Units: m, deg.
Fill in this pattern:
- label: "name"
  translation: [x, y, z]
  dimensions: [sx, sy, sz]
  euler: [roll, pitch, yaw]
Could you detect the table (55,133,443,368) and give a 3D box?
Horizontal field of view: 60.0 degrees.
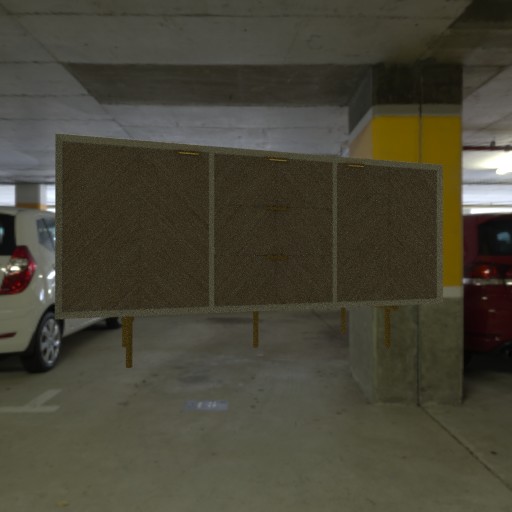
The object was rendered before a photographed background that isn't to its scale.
- label: "table"
  translation: [0.000, 0.000, 1.868]
  dimensions: [1.500, 0.769, 0.508]
  euler: [0, 0, -19]
